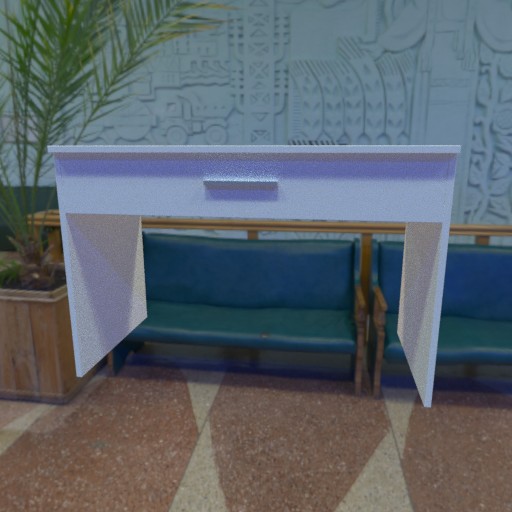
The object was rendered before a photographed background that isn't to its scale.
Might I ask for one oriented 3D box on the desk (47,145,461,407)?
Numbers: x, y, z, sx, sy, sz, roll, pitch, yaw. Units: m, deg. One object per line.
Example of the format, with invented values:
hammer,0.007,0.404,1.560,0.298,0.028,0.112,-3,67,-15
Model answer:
desk,0.000,0.000,1.517,1.100,0.730,0.560,2,14,9
